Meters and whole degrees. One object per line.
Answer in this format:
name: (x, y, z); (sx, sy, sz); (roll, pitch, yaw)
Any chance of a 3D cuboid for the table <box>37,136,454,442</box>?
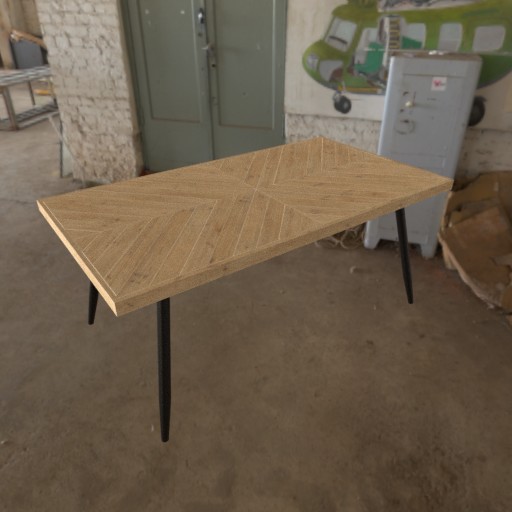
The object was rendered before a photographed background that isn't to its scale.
table: (0.000, 0.000, 2.368); (1.803, 0.762, 0.991); (-20, 36, -30)
